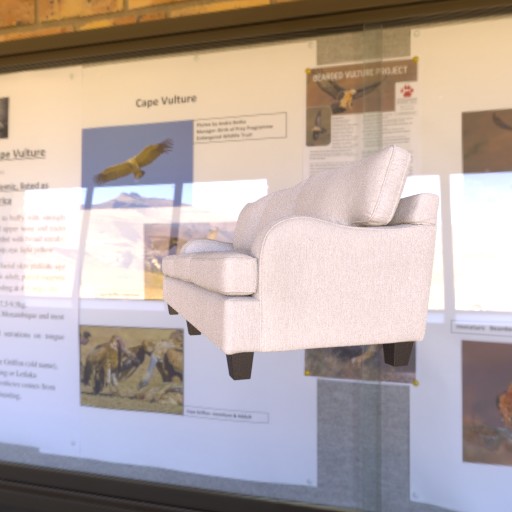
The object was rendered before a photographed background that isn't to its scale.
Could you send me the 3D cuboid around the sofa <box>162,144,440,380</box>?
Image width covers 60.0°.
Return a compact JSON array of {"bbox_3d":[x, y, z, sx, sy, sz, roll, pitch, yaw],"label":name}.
[{"bbox_3d":[0.000,0.000,2.919,1.016,0.991,2.323,0,0,-18],"label":"sofa"}]
